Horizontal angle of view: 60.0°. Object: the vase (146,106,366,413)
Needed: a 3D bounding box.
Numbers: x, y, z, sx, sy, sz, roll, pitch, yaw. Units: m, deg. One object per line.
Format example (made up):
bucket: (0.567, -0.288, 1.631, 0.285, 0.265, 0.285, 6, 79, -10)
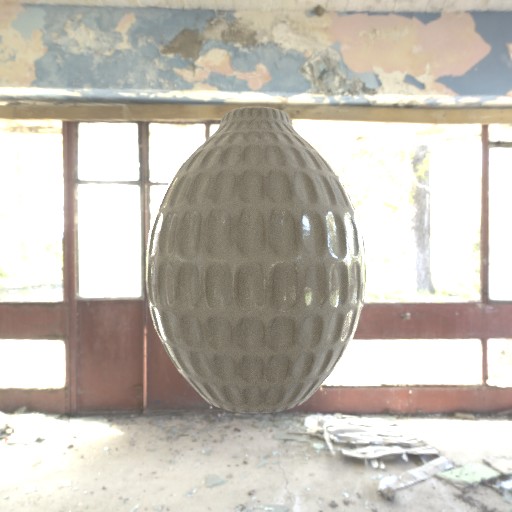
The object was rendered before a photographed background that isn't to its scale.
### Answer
vase: (0.000, 0.000, 0.265, 0.128, 0.167, 0.128, 0, 1, 0)
